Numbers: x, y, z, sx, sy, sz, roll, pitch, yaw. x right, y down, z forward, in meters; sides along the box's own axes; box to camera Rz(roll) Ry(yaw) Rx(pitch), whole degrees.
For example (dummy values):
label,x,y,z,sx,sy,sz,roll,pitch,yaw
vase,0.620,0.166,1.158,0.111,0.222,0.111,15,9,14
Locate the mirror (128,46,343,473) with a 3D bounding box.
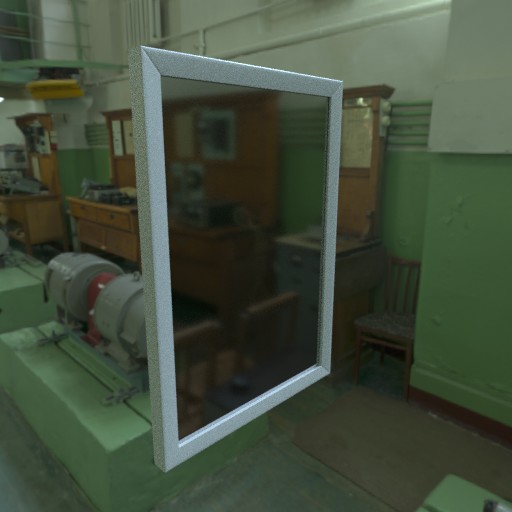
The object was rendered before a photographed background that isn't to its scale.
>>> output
label,x,y,z,sx,sy,sz,roll,pitch,yaw
mirror,0.000,0.000,0.902,0.040,0.710,0.507,13,19,43
